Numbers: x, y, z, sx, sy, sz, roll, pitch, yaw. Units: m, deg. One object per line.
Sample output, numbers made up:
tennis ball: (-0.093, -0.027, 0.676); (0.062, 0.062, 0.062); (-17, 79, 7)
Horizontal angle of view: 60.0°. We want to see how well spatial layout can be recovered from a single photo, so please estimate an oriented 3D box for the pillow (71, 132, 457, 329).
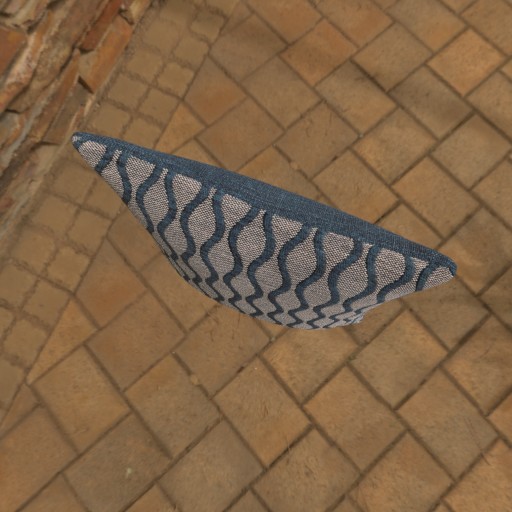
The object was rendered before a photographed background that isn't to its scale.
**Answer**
pillow: (0.000, 0.000, 0.667); (0.435, 0.435, 0.159); (19, 77, 5)
